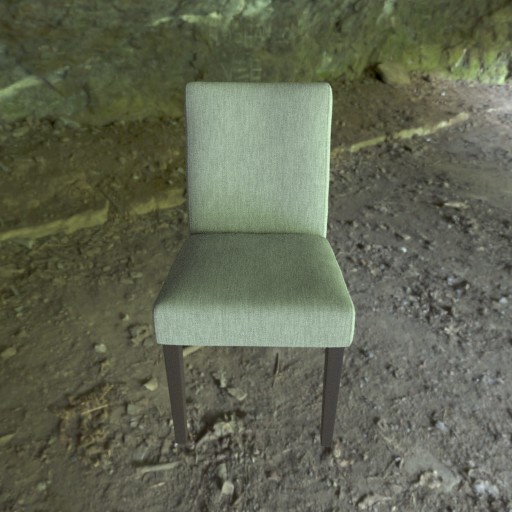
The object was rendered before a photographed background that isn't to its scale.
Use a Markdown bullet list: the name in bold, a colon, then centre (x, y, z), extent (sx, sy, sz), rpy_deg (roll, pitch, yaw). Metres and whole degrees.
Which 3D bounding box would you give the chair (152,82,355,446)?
- **chair**: centre (0.000, 0.000, 1.294), extent (0.487, 0.884, 0.629), rpy_deg (1, 29, 1)
